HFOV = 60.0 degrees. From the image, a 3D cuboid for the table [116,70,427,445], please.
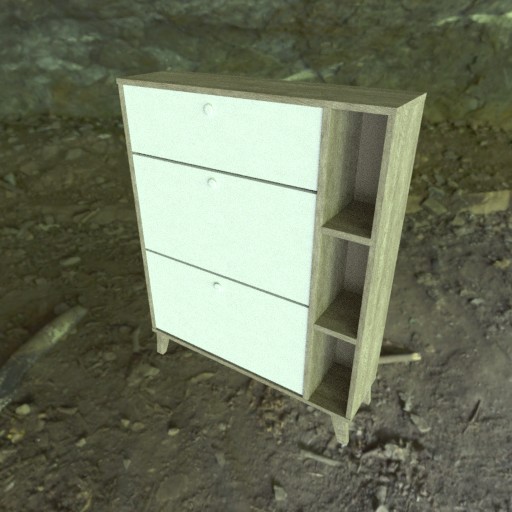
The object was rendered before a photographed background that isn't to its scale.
[{"bbox_3d":[0.000,0.000,1.561,0.902,1.135,0.256,17,34,28],"label":"table"}]
